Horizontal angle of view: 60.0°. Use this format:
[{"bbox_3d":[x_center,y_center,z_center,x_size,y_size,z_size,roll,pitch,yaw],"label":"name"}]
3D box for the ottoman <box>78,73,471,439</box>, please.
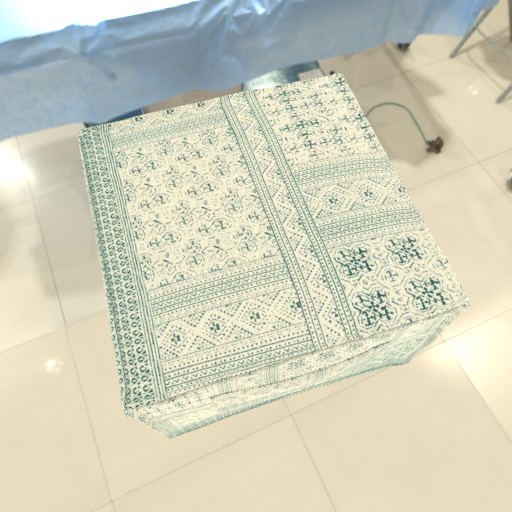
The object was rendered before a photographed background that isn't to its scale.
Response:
[{"bbox_3d":[0.000,0.000,1.016,0.617,0.439,0.626,-15,64,-8],"label":"ottoman"}]
